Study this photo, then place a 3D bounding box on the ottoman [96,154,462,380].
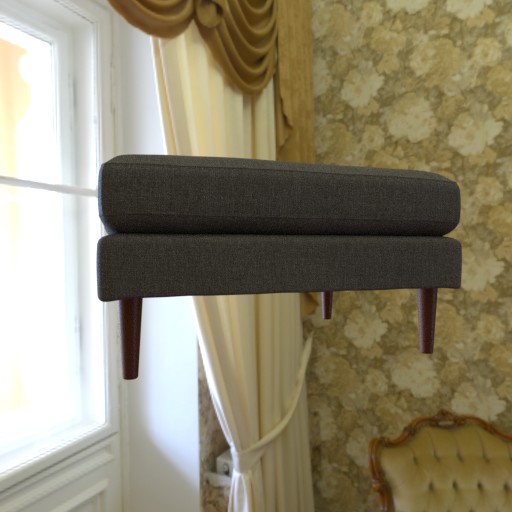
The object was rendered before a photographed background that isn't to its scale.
[{"bbox_3d":[0.000,0.000,1.246,0.821,0.474,0.693,0,1,-18],"label":"ottoman"}]
